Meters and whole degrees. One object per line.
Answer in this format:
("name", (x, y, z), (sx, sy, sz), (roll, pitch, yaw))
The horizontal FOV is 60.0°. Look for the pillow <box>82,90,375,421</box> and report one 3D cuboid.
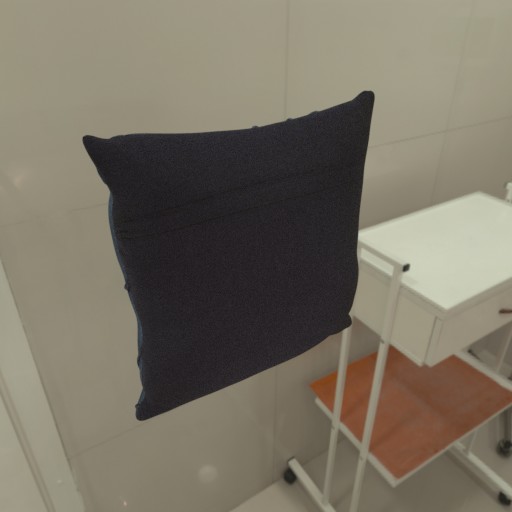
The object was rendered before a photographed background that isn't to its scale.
("pillow", (0.000, 0.000, 0.671), (0.439, 0.440, 0.183), (-18, 34, -29))
